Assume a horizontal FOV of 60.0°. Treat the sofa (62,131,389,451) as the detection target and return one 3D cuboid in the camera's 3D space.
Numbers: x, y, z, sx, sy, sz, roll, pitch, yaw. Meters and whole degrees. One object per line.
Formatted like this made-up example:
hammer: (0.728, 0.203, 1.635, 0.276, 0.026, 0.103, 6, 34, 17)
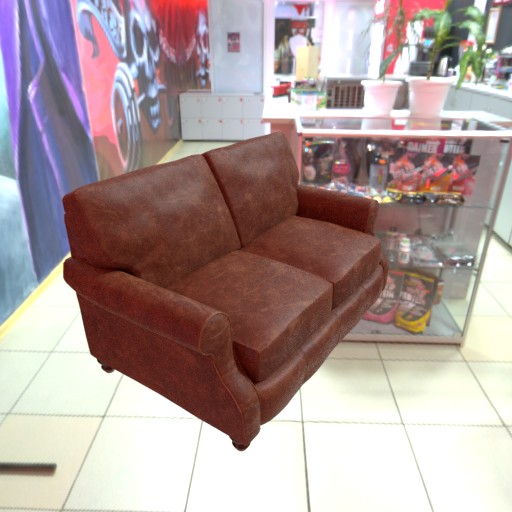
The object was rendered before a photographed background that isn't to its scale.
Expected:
sofa: (0.000, 0.000, 2.241, 0.990, 0.967, 1.616, 17, 30, 31)
